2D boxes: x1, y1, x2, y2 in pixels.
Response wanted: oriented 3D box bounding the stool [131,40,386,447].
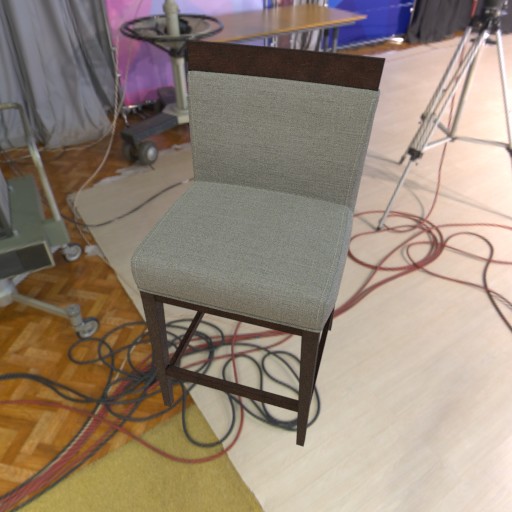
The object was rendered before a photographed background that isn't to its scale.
[{"bbox_3d":[0.000,0.000,1.278,0.512,1.009,0.531,12,42,13],"label":"stool"}]
